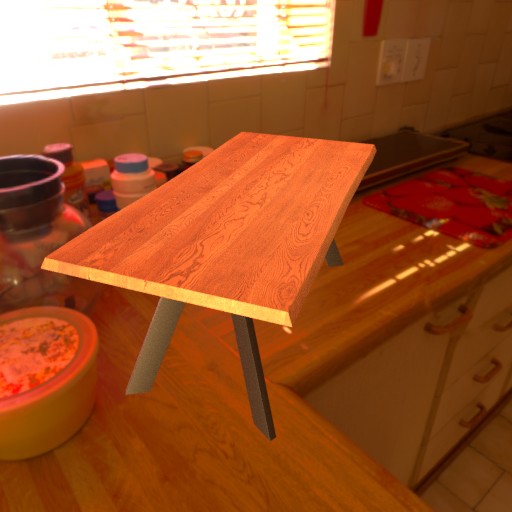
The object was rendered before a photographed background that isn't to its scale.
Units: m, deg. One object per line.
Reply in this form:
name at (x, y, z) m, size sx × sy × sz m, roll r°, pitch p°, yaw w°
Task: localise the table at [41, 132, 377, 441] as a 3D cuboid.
table at (0.000, 0.000, 2.281) m, size 0.900 × 0.770 × 1.800 m, roll 11°, pitch 32°, yaw 18°
